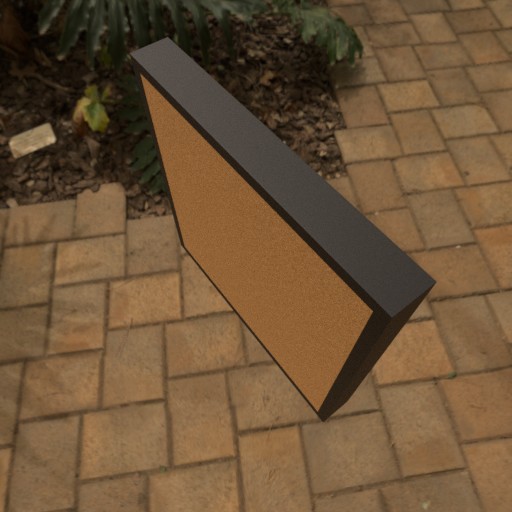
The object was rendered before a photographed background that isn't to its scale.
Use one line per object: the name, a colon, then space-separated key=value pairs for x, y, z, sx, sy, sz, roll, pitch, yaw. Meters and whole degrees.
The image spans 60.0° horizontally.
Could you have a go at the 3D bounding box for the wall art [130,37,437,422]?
wall art: x=0.000 y=0.000 z=0.450 sx=0.038 sy=0.304 sz=0.305 roll=-33 pitch=64 yaw=-18
